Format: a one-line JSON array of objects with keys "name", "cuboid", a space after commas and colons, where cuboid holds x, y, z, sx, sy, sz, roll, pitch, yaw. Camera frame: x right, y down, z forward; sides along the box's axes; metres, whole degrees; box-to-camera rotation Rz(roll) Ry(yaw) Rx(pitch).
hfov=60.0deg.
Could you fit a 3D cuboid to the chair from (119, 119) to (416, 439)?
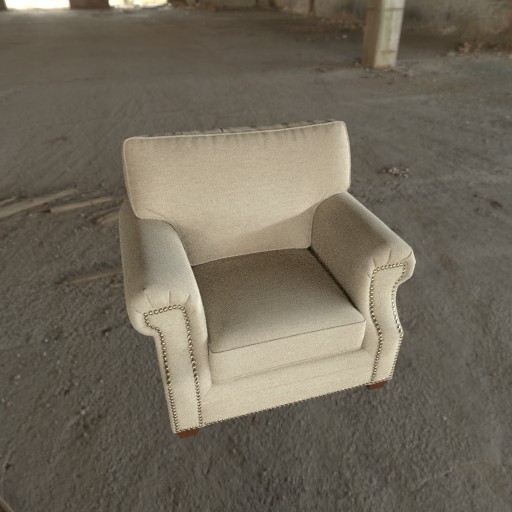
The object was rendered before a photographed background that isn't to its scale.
[{"name": "chair", "cuboid": [0.000, 0.000, 1.905, 1.092, 0.961, 0.965, -9, 33, -14]}]
